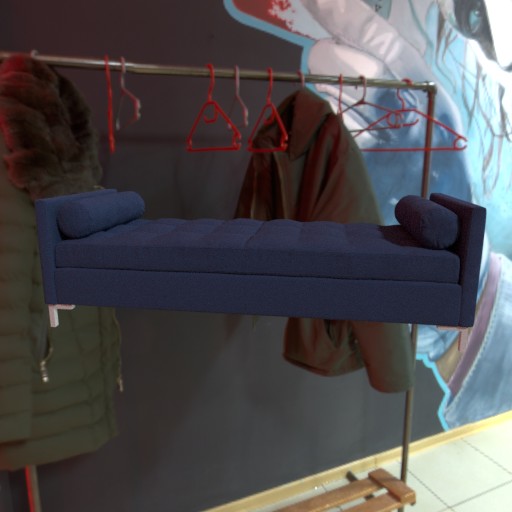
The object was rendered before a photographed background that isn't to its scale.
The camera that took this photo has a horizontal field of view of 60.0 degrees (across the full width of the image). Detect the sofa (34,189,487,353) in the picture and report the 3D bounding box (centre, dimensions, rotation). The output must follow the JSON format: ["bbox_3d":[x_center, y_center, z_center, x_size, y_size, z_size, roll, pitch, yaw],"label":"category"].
[{"bbox_3d":[0.000,0.000,2.438,2.102,0.657,0.797,2,13,9],"label":"sofa"}]
